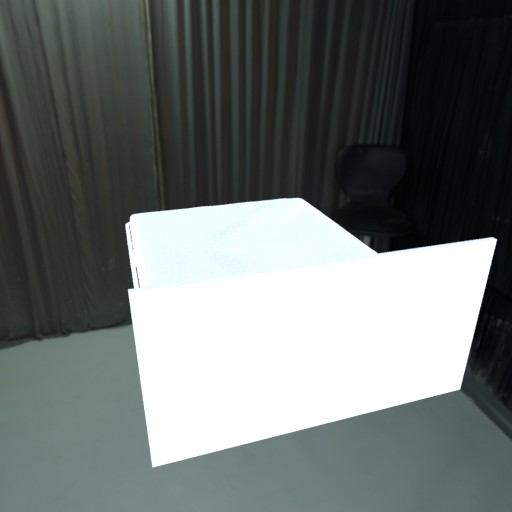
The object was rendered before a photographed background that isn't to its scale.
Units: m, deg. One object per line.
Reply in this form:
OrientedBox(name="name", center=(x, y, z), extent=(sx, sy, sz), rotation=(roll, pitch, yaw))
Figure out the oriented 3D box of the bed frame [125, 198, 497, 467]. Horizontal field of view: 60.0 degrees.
OrientedBox(name="bed frame", center=(0.000, 0.000, 2.657), extent=(1.490, 0.800, 1.950), rotation=(-8, 26, -16))
